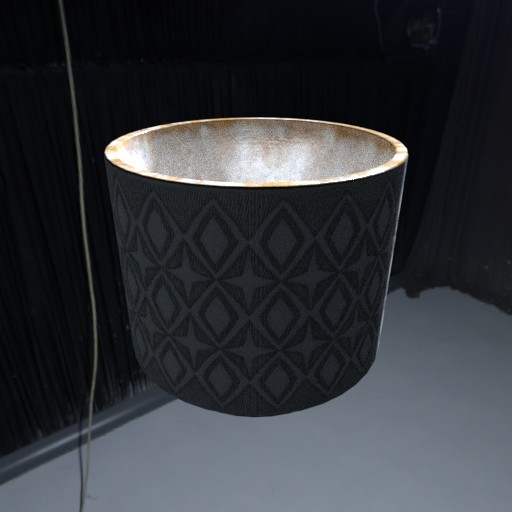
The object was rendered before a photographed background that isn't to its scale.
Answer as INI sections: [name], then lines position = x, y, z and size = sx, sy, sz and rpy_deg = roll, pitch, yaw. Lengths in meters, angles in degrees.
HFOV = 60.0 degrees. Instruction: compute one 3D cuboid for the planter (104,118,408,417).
[planter]
position = 0.000, 0.000, 0.437
size = 0.255, 0.223, 0.255
rpy_deg = 0, 27, 0
